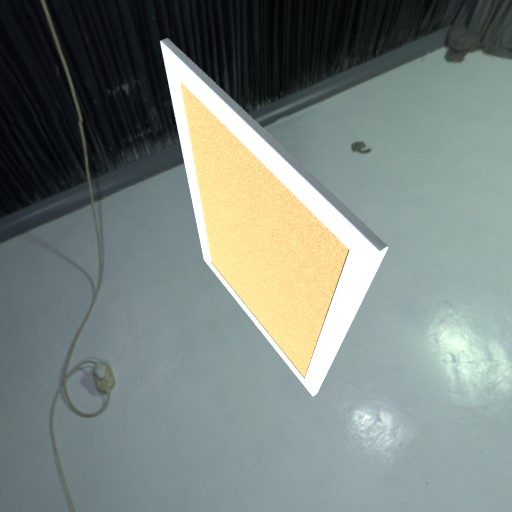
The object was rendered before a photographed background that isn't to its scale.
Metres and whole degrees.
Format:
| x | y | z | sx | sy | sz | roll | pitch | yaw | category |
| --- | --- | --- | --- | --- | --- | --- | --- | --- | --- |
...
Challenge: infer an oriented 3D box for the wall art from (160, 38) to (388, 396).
| x | y | z | sx | sy | sz | roll | pitch | yaw | category |
| --- | --- | --- | --- | --- | --- | --- | --- | --- | --- |
| 0.000 | 0.000 | 0.690 | 0.012 | 0.529 | 0.374 | -33 | 65 | -18 | wall art |
